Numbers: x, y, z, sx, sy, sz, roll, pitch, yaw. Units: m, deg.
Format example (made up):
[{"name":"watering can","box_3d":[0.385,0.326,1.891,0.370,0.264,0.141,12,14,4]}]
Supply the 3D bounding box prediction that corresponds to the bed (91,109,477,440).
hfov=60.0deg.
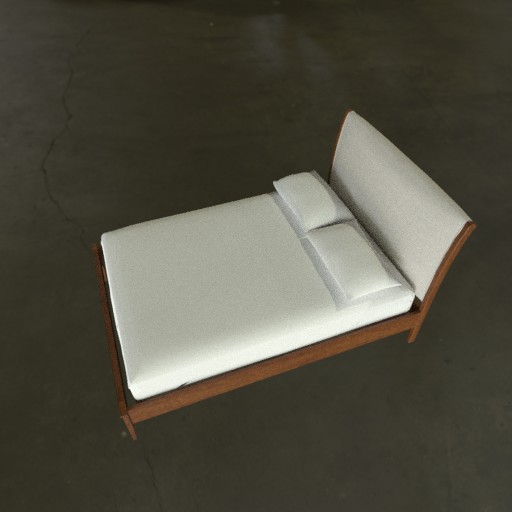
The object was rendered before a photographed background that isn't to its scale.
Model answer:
[{"name":"bed","box_3d":[0.000,0.000,3.380,2.380,1.250,1.612,-15,48,-14]}]
